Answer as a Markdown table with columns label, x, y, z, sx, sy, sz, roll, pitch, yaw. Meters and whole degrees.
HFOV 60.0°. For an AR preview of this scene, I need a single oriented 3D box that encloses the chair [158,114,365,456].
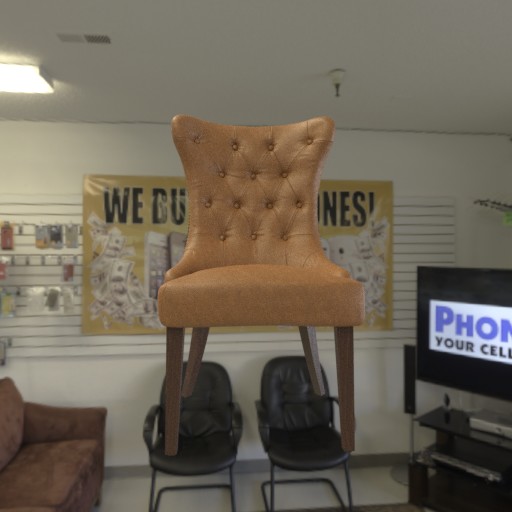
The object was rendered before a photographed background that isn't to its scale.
| label | x | y | z | sx | sy | sz | roll | pitch | yaw |
| --- | --- | --- | --- | --- | --- | --- | --- | --- | --- |
| chair | 0.000 | 0.000 | 1.478 | 0.611 | 1.065 | 0.669 | 0 | 0 | -3 |
